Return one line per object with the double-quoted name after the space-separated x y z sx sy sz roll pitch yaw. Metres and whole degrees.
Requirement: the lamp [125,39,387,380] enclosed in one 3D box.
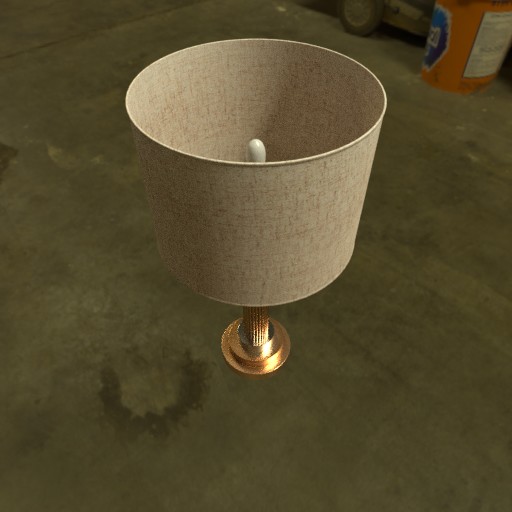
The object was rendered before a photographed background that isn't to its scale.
0.000 0.000 0.777 0.321 0.610 0.321 2 47 2 "lamp"
